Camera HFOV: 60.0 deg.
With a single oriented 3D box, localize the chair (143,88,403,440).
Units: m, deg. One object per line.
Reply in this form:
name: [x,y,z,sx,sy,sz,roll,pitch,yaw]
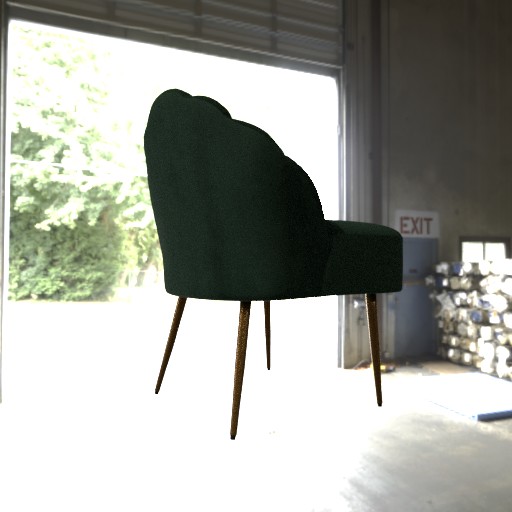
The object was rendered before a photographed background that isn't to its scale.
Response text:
chair: [0.000,0.000,1.275,0.599,0.819,0.657,1,-1,-36]
